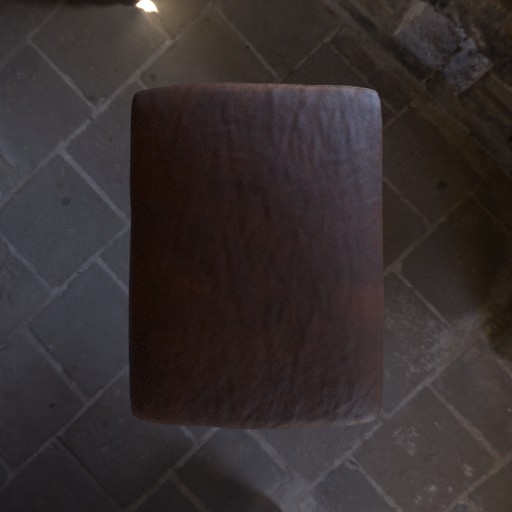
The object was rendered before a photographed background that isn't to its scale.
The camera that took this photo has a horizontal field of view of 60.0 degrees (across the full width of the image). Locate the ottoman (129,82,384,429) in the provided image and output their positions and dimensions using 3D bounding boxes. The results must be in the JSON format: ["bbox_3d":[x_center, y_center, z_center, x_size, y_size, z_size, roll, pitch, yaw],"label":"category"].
[{"bbox_3d":[0.000,0.000,1.302,0.659,0.527,0.887,0,90,1],"label":"ottoman"}]
